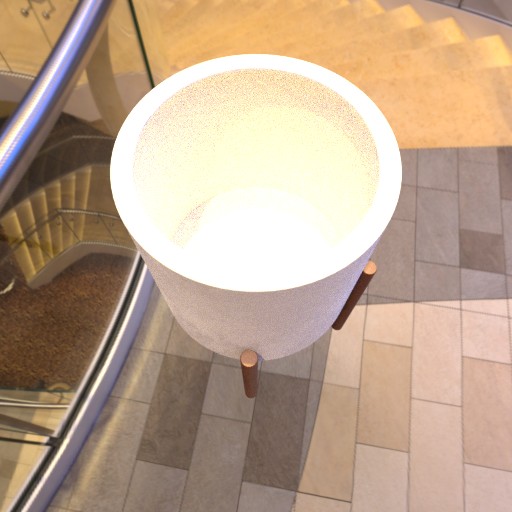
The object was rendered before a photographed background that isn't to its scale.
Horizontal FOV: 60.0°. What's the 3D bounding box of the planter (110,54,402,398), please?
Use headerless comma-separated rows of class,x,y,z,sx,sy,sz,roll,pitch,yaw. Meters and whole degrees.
planter,0.000,0.000,0.941,0.417,0.670,0.417,-33,69,-15
